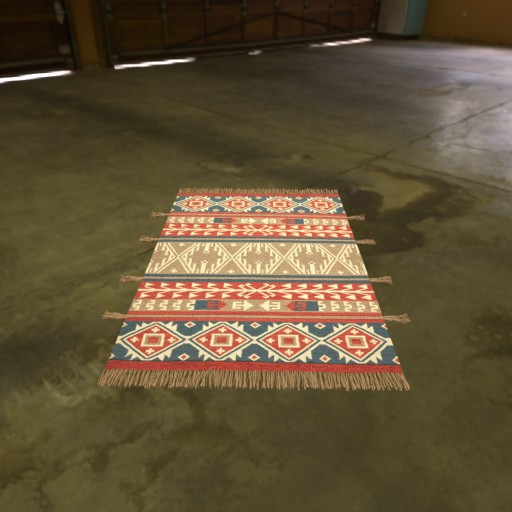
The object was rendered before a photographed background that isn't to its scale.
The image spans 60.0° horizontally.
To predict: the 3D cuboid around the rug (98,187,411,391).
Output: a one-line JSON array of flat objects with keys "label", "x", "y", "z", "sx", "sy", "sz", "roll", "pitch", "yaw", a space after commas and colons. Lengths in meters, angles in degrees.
[{"label": "rug", "x": 0.000, "y": 0.000, "z": 3.138, "sx": 1.778, "sy": 0.048, "sz": 2.450, "roll": 0, "pitch": 31, "yaw": 1}]
